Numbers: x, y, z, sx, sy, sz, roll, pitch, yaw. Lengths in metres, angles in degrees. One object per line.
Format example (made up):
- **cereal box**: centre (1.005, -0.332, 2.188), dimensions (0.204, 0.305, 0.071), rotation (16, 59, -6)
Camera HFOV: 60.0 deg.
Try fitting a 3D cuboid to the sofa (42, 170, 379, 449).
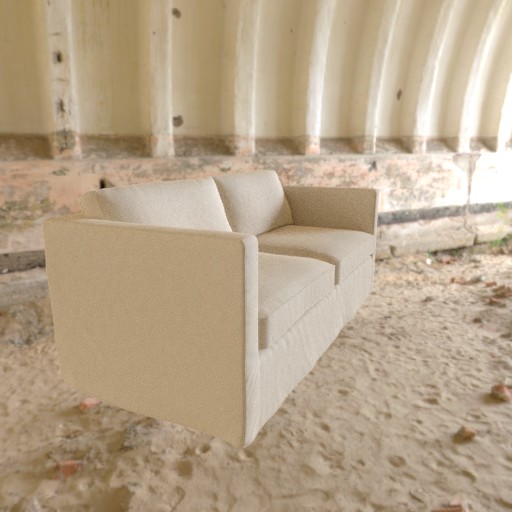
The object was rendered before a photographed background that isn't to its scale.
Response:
- **sofa**: centre (0.000, 0.000, 2.457), dimensions (0.940, 0.870, 1.987), rotation (7, 15, 26)
